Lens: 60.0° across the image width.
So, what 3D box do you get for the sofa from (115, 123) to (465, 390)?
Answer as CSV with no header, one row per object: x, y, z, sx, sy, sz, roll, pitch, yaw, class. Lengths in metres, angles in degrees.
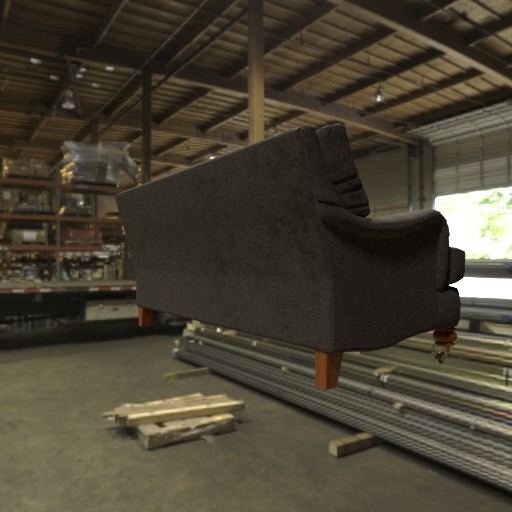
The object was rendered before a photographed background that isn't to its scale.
0.000,0.000,2.724,1.087,1.054,2.160,0,0,-35,sofa
